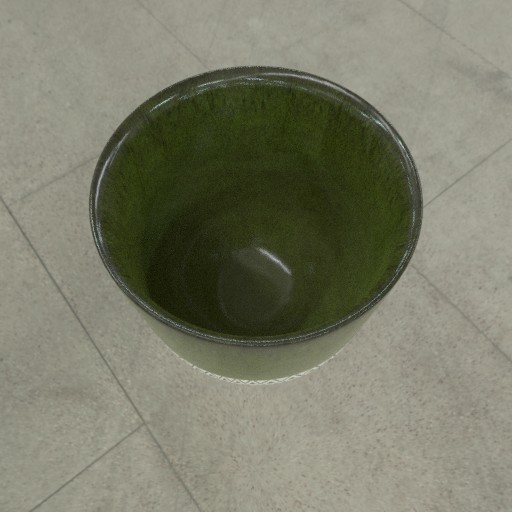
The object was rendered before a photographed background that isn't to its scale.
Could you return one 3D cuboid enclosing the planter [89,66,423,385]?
[{"bbox_3d":[0.000,0.000,0.476,0.266,0.270,0.266,0,64,0],"label":"planter"}]
